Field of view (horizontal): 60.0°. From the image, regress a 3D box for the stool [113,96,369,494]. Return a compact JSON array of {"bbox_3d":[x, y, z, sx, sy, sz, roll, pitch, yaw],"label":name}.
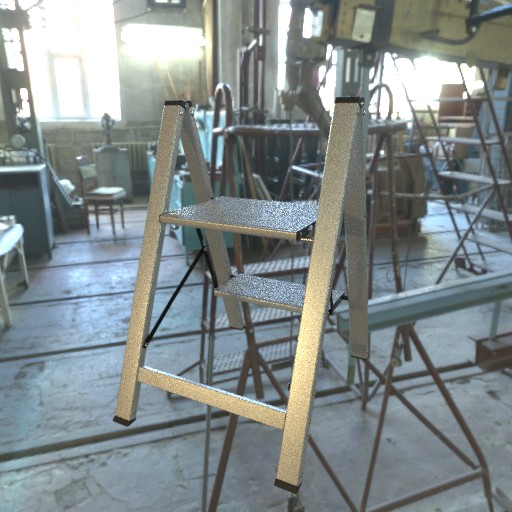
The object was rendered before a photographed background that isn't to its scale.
[{"bbox_3d":[0.000,0.000,1.002,0.440,0.670,0.535,9,19,26],"label":"stool"}]
